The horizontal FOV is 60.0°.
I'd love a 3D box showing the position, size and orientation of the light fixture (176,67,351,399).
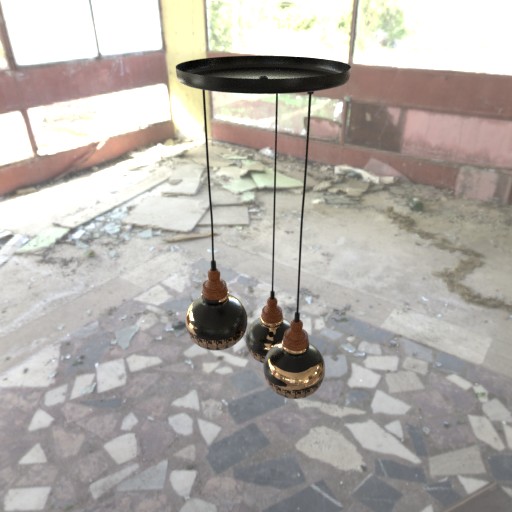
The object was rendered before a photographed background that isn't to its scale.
[{"bbox_3d":[0.000,0.000,1.773,0.605,1.410,0.608,-9,31,-16],"label":"light fixture"}]
